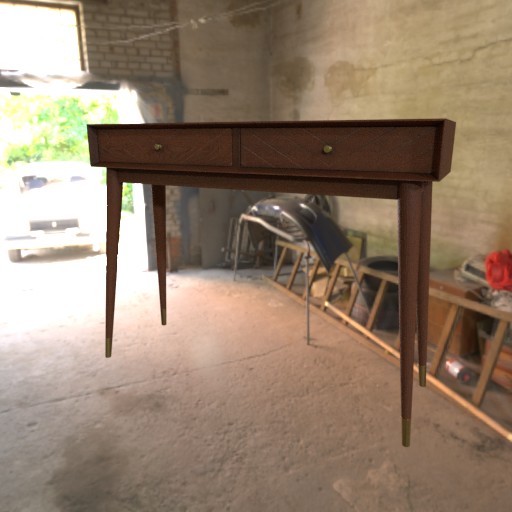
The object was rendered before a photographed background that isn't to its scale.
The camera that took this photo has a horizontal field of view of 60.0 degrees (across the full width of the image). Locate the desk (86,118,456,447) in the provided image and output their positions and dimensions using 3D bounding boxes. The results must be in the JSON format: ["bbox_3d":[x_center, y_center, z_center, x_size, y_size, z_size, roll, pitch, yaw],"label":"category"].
[{"bbox_3d":[0.000,0.000,1.597,1.204,0.917,0.384,8,17,26],"label":"desk"}]
